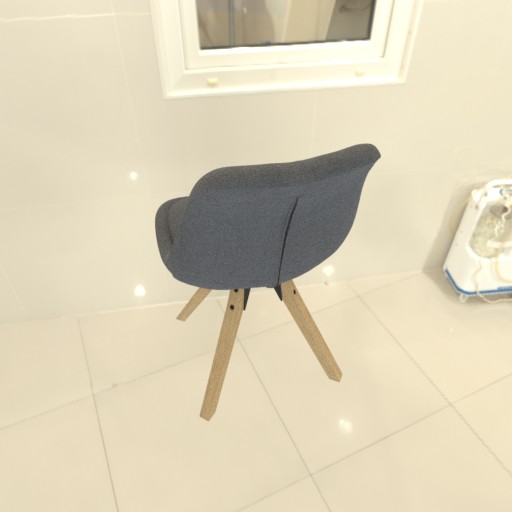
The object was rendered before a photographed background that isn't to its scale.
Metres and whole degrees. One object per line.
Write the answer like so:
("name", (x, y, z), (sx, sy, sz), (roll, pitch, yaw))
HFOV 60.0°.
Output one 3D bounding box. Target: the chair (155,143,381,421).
("chair", (0.000, 0.000, 1.170), (0.485, 0.850, 0.550), (-12, 44, -13))
